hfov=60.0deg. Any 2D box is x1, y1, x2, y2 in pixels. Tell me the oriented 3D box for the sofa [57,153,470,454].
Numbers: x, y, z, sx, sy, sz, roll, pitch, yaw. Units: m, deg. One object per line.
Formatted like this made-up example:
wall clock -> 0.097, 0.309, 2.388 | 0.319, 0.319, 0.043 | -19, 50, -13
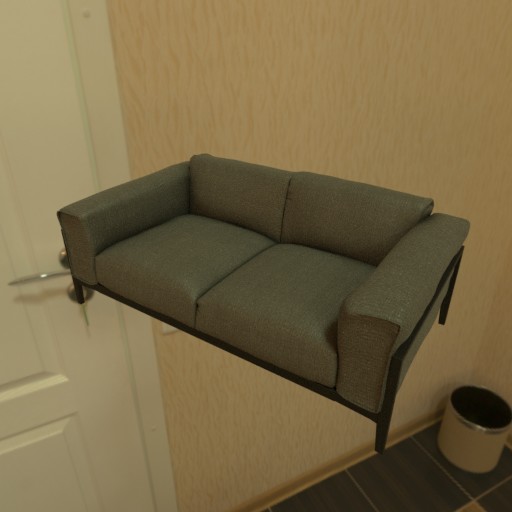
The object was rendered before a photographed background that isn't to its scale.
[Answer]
sofa -> 0.000, 0.000, 2.136 | 1.690, 0.656, 0.960 | 18, 33, 29
